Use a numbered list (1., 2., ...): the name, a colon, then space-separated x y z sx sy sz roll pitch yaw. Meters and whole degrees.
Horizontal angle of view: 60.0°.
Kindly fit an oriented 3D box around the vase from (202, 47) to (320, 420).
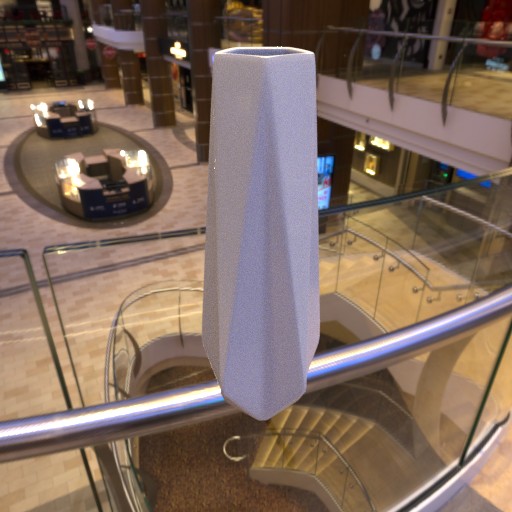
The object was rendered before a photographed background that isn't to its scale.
1. vase: 0.000 0.000 0.390 0.116 0.329 0.122 8 31 14
